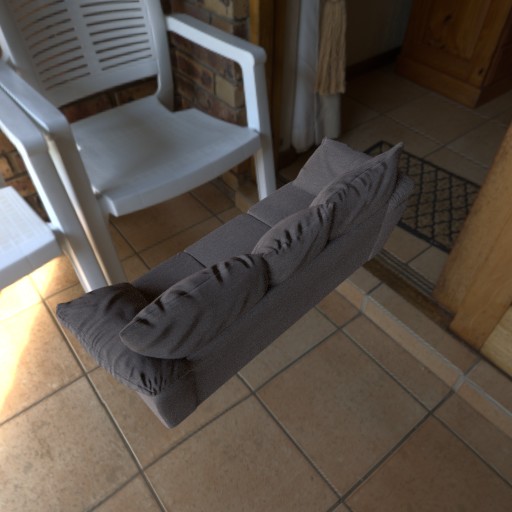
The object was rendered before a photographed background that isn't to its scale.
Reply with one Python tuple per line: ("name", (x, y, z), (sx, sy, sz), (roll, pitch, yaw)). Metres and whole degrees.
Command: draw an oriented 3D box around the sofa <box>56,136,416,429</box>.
("sofa", (0.000, 0.000, 2.926), (2.390, 1.043, 0.927), (-35, 56, -29))
